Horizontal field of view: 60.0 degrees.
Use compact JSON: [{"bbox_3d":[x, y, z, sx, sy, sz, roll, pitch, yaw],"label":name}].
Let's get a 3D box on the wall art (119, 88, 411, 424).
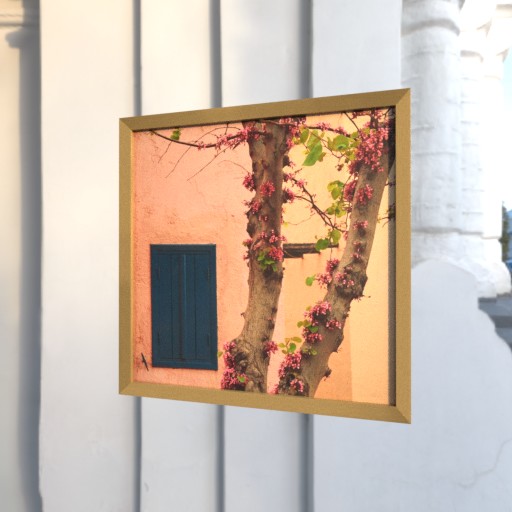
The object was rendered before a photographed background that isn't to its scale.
[{"bbox_3d":[0.000,0.000,0.463,0.304,0.305,0.038,0,0,17],"label":"wall art"}]
